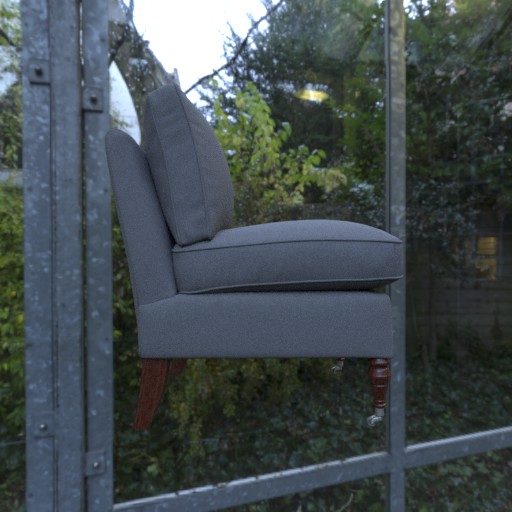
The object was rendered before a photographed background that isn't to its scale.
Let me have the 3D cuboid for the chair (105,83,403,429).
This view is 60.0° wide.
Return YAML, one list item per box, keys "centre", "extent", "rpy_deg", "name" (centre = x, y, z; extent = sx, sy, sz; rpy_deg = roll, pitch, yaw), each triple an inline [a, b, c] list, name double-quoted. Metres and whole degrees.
- centre: [0.000, 0.000, 1.670]
  extent: [0.924, 1.045, 0.724]
  rpy_deg: [0, 0, -1]
  name: "chair"
